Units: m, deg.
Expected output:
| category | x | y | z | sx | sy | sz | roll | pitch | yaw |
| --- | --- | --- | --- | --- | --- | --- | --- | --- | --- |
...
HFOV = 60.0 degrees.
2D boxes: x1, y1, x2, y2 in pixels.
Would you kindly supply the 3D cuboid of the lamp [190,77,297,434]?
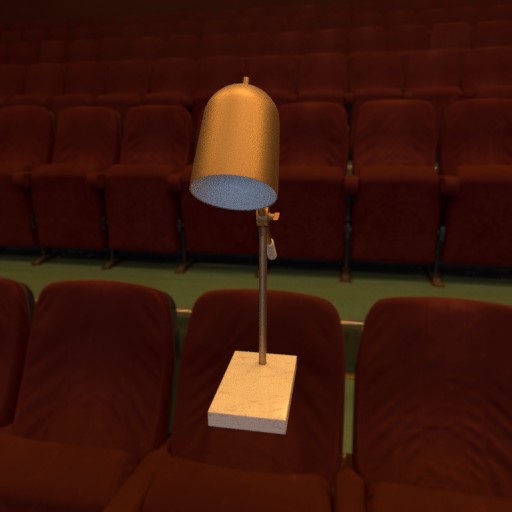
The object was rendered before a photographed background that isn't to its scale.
| category | x | y | z | sx | sy | sz | roll | pitch | yaw |
| --- | --- | --- | --- | --- | --- | --- | --- | --- | --- |
| lamp | 0.000 | 0.000 | 0.826 | 0.144 | 0.603 | 0.471 | 3 | 16 | 9 |
